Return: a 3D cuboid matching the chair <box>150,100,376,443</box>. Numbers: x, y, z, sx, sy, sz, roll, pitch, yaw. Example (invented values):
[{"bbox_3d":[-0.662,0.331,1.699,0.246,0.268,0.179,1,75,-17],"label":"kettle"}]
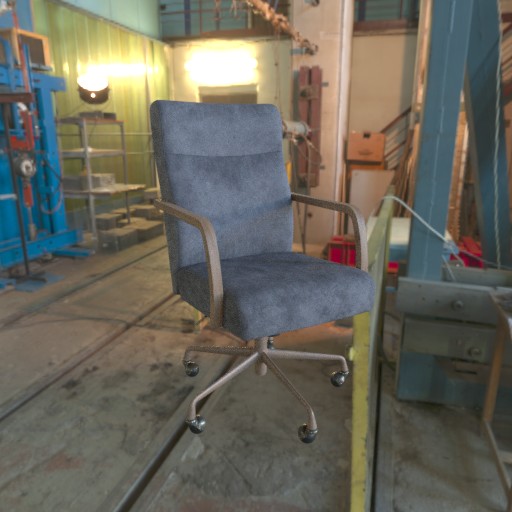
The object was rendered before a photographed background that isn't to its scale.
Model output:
[{"bbox_3d":[0.000,0.000,1.509,0.640,1.029,0.741,-8,17,-27],"label":"chair"}]
